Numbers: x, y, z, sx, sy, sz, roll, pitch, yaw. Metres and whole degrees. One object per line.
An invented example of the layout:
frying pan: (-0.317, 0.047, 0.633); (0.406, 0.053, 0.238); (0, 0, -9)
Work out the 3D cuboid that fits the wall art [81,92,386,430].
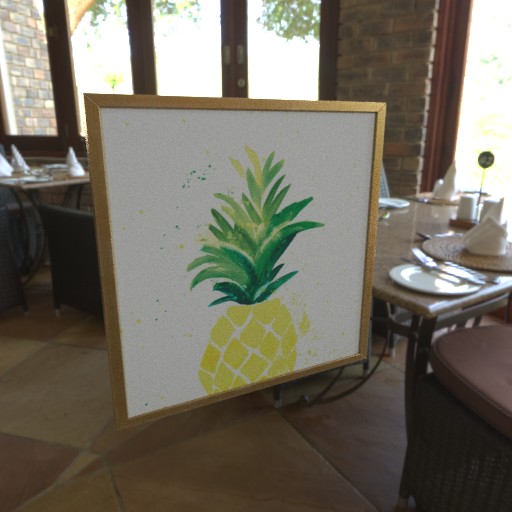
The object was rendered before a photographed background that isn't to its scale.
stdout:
wall art: (0.000, 0.000, 1.136); (0.762, 0.760, 0.037); (-8, 18, -26)
